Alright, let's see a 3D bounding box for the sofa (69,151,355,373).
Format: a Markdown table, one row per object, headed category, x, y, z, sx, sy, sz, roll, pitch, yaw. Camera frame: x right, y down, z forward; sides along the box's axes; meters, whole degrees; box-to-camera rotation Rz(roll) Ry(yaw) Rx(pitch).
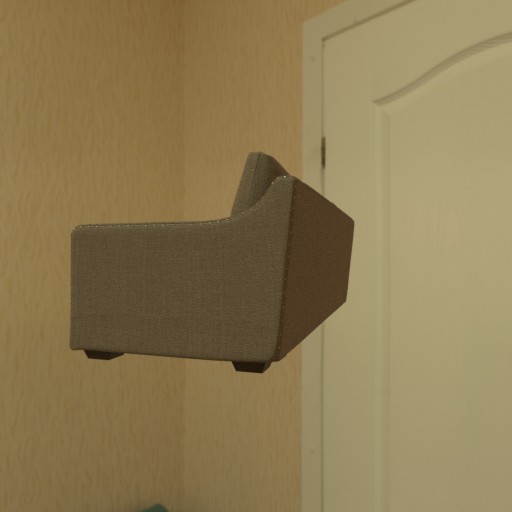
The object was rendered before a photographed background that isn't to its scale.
| category | x | y | z | sx | sy | sz | roll | pitch | yaw |
| --- | --- | --- | --- | --- | --- | --- | --- | --- | --- |
| sofa | 0.000 | 0.000 | 2.745 | 1.000 | 0.857 | 2.208 | 0 | 0 | 18 |
